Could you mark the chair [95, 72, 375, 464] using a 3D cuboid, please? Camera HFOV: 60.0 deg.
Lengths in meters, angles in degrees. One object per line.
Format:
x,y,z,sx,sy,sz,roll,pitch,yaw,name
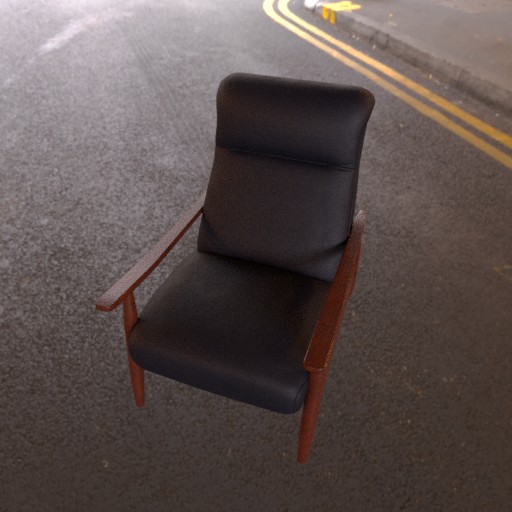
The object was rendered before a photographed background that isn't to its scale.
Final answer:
0.000,0.000,1.757,0.762,1.082,1.014,13,42,15,chair
